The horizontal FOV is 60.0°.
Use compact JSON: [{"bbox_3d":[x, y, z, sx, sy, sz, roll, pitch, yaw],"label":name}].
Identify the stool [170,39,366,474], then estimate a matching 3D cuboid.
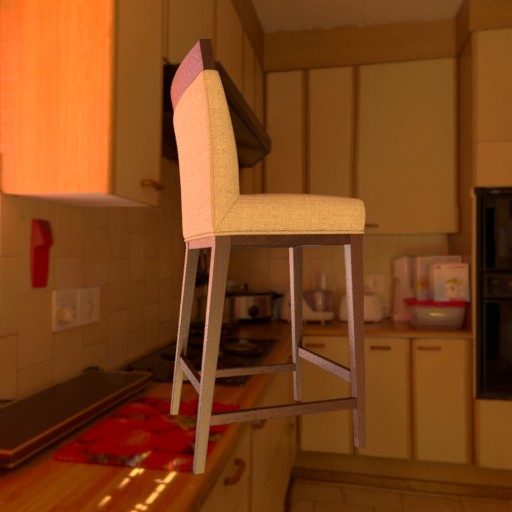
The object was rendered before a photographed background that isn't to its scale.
[{"bbox_3d":[0.000,0.000,1.302,0.480,1.011,0.463,0,0,-18],"label":"stool"}]
